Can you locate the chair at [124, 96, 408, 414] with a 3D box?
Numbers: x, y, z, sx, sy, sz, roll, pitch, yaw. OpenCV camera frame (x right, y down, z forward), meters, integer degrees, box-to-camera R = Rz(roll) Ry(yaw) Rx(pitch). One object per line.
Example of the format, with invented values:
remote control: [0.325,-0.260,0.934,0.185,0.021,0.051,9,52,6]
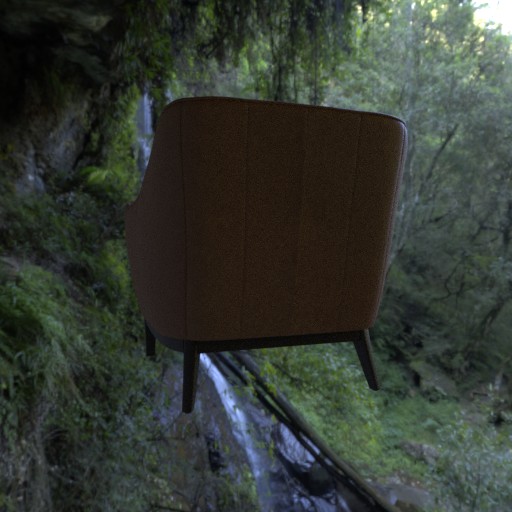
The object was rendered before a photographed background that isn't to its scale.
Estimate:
chair: [0.000,0.000,1.569,0.871,0.830,0.852,-1,2,-18]
